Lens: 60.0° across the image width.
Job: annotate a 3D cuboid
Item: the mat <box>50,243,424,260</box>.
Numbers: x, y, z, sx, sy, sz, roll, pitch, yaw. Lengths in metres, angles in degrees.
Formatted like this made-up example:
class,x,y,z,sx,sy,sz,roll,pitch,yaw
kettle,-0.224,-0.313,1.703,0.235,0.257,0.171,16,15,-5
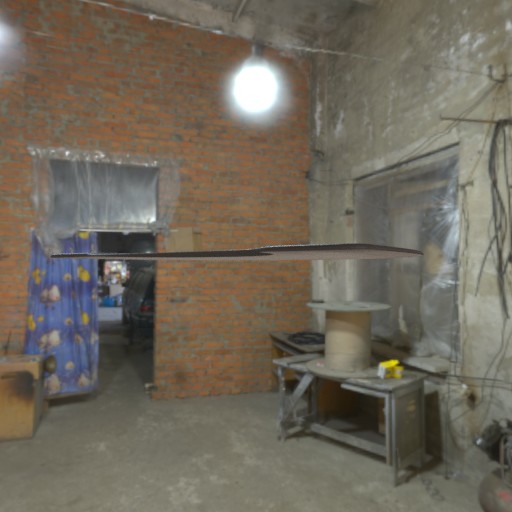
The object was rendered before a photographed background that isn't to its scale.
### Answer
class,x,y,z,sx,sy,sz,roll,pitch,yaw
mat,0.000,0.000,1.617,1.220,0.016,0.917,-1,-2,36
